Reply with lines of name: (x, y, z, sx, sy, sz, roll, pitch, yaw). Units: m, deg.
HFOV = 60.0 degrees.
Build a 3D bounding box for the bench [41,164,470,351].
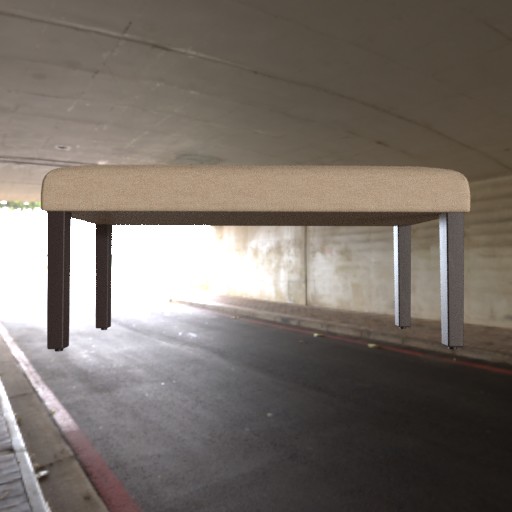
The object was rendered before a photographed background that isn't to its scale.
bench: (0.000, 0.000, 1.237, 1.013, 0.456, 0.407, 0, -1, -2)
